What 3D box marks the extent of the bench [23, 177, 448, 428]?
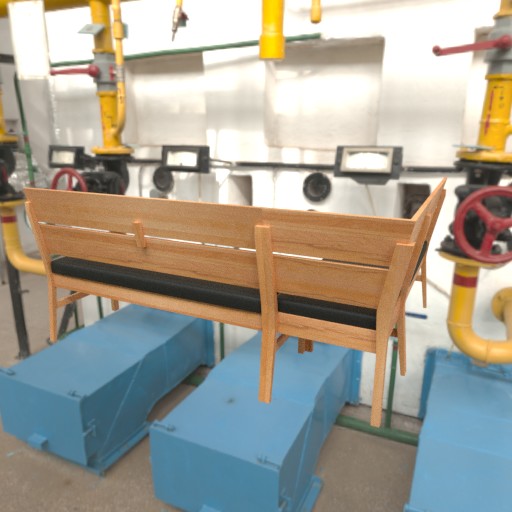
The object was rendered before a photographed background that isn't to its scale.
[{"bbox_3d":[0.000,0.000,2.677,1.948,0.890,1.548,8,18,25],"label":"bench"}]
